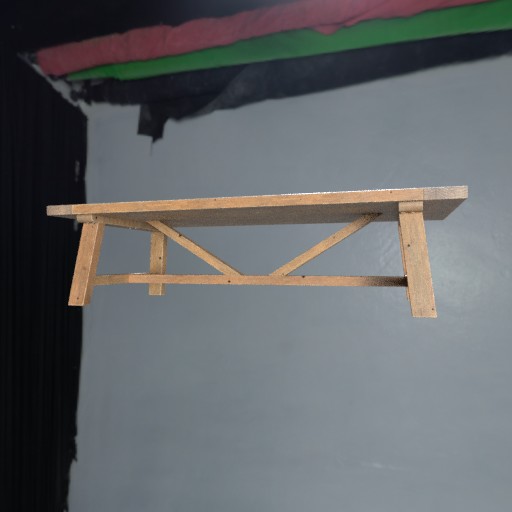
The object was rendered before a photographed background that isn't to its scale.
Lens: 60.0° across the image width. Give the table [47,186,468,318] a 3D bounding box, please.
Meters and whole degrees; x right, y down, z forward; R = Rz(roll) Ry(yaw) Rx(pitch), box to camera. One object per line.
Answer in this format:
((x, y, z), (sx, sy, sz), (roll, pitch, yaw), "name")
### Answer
((0.000, 0.000, 2.197), (1.800, 0.465, 0.820), (0, -1, 18), "table")
